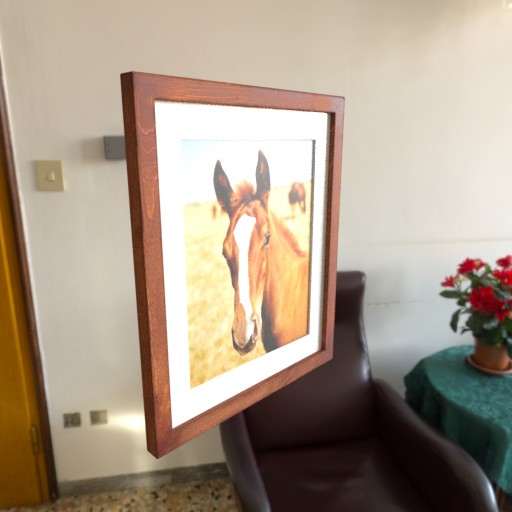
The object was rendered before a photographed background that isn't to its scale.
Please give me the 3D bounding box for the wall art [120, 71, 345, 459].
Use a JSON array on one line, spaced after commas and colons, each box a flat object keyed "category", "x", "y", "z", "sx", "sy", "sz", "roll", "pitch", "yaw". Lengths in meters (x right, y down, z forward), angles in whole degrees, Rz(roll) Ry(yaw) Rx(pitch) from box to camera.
[{"category": "wall art", "x": 0.000, "y": 0.000, "z": 0.781, "sx": 0.030, "sy": 0.558, "sz": 0.462, "roll": 14, "pitch": 20, "yaw": 43}]
